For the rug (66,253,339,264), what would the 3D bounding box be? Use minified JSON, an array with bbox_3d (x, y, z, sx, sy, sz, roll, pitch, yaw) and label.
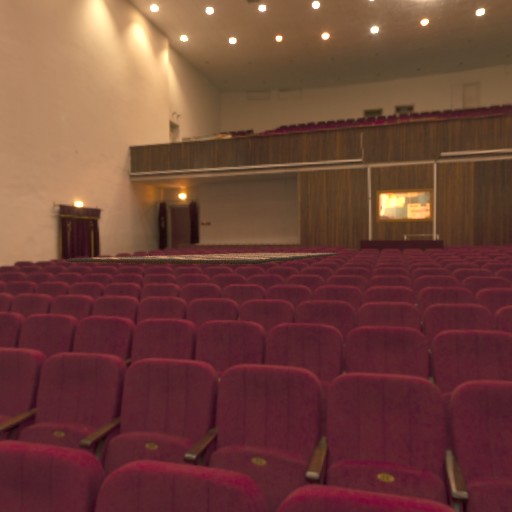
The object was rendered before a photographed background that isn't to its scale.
[{"bbox_3d":[0.000,0.000,2.519,0.678,0.014,2.276,0,1,17],"label":"rug"}]
